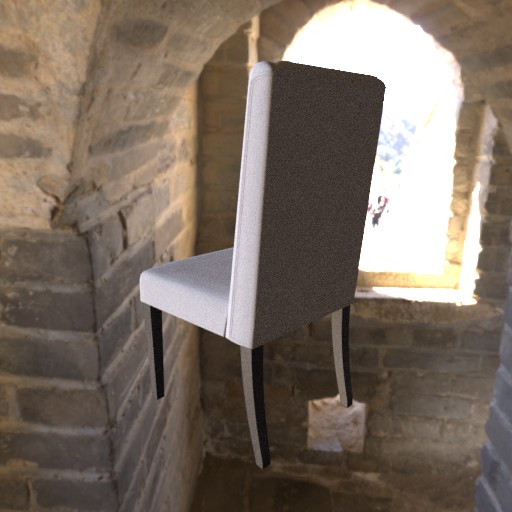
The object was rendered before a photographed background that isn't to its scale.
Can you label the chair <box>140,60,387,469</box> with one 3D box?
[{"bbox_3d":[0.000,0.000,1.281,0.474,0.961,0.523,-15,21,-42],"label":"chair"}]
